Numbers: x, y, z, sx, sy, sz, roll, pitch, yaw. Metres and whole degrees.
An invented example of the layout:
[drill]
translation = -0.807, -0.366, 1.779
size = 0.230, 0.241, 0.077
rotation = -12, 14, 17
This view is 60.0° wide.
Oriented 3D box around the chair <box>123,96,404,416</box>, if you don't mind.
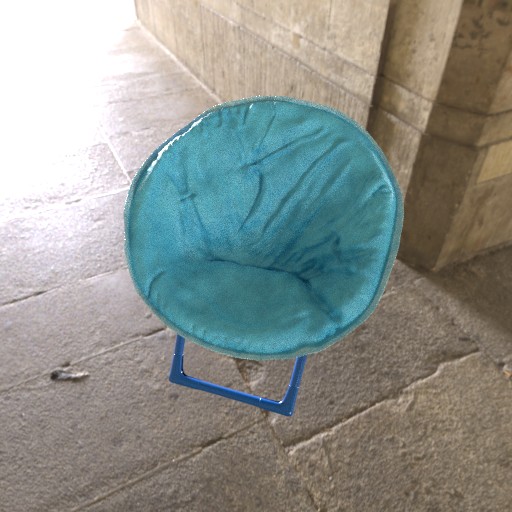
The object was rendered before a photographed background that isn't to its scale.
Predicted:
[chair]
translation = 0.000, 0.000, 0.897
size = 0.520, 0.478, 0.465
rotation = 12, 43, 13
